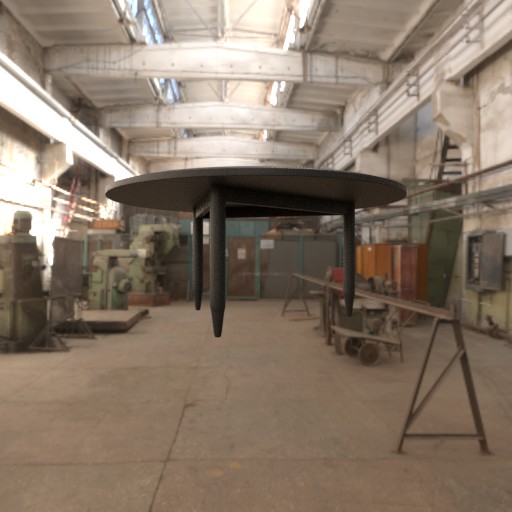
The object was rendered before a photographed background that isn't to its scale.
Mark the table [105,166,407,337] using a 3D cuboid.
[{"bbox_3d":[0.000,0.000,1.397,0.900,0.400,0.900,0,0,0],"label":"table"}]
